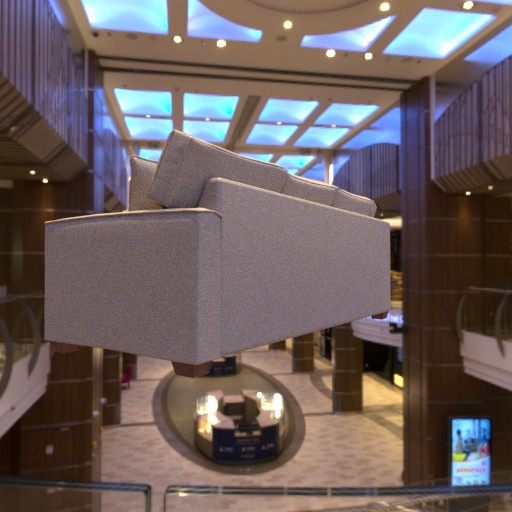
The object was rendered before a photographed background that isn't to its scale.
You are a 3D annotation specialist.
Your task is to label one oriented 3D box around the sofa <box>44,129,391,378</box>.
[{"bbox_3d":[0.000,0.000,2.853,1.061,0.962,2.317,-1,-1,34],"label":"sofa"}]
